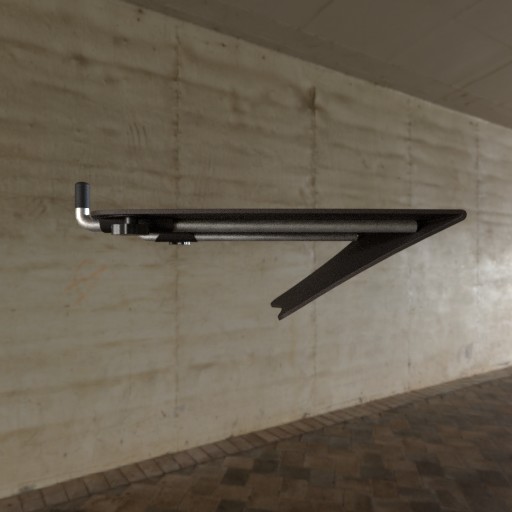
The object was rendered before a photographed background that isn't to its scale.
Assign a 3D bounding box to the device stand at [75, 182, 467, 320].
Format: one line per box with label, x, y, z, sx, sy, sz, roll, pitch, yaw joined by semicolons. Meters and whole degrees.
device stand;0.000;0.000;0.358;0.230;0.092;0.230;0;0;-1
